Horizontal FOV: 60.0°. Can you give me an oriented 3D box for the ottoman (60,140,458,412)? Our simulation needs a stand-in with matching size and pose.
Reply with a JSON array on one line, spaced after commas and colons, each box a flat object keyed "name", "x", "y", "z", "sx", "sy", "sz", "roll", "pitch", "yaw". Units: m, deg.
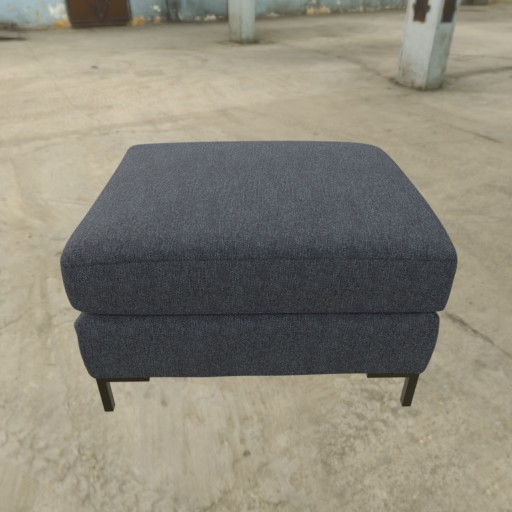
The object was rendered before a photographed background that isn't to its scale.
[{"name": "ottoman", "x": 0.000, "y": 0.000, "z": 1.279, "sx": 0.831, "sy": 0.533, "sz": 0.695, "roll": -1, "pitch": 32, "yaw": -1}]
